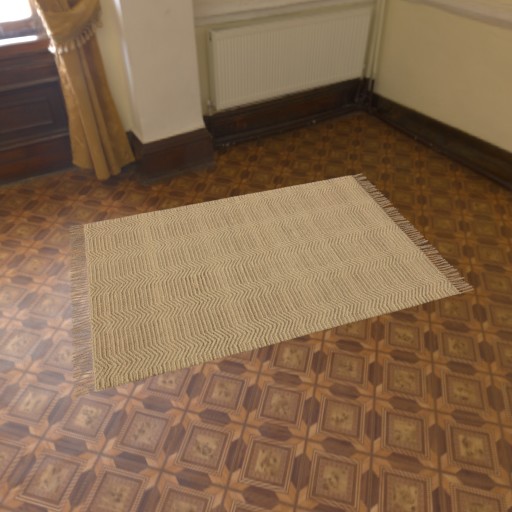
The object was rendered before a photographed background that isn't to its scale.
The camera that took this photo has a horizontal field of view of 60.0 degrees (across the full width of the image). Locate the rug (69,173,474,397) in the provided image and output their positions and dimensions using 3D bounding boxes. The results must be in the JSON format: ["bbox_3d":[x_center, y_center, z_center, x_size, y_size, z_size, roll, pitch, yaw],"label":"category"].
[{"bbox_3d":[0.000,0.000,2.513,2.021,0.027,1.224,-12,43,-14],"label":"rug"}]
